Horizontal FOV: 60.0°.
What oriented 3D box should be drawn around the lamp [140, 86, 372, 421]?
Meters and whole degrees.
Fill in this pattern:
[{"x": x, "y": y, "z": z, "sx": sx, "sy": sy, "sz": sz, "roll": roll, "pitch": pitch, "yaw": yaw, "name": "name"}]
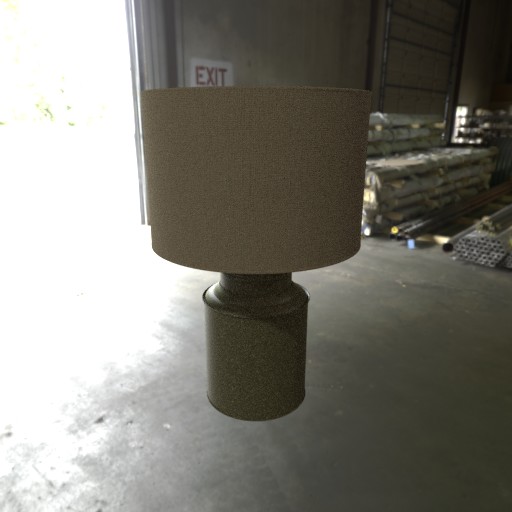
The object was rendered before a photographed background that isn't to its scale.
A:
[{"x": 0.000, "y": 0.000, "z": 0.698, "sx": 0.318, "sy": 0.486, "sz": 0.318, "roll": 0, "pitch": 17, "yaw": 0, "name": "lamp"}]
